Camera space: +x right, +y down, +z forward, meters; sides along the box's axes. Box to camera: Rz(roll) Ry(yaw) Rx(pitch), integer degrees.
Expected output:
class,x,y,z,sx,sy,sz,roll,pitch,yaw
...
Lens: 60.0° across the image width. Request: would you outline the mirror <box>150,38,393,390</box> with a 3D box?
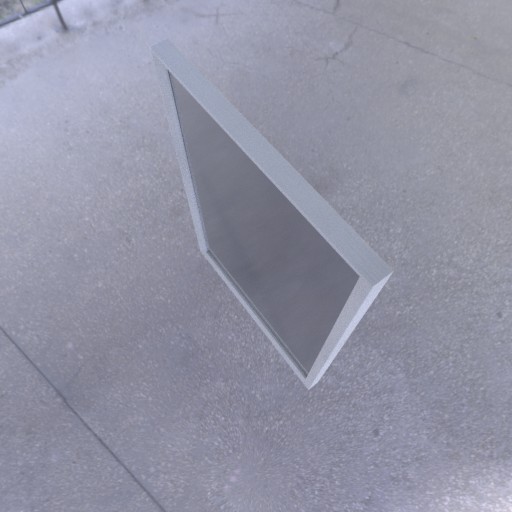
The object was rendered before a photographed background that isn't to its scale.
class,x,y,z,sx,sy,sz,roll,pitch,yaw
mirror,0.000,0.000,0.930,0.039,0.710,0.507,-34,69,-15
